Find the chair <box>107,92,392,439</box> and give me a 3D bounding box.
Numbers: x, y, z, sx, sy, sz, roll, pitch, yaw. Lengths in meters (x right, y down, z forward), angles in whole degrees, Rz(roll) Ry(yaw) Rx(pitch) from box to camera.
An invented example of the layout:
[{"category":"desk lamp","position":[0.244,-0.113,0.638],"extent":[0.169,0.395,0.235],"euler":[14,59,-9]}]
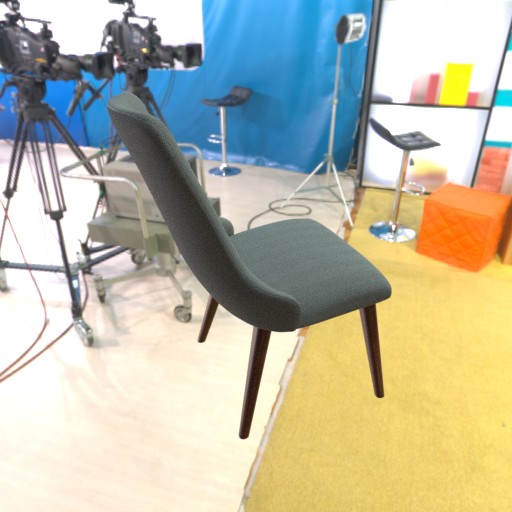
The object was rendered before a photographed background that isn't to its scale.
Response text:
[{"category":"chair","position":[0.000,0.000,1.312],"extent":[0.707,0.918,0.535],"euler":[-10,31,-18]}]
